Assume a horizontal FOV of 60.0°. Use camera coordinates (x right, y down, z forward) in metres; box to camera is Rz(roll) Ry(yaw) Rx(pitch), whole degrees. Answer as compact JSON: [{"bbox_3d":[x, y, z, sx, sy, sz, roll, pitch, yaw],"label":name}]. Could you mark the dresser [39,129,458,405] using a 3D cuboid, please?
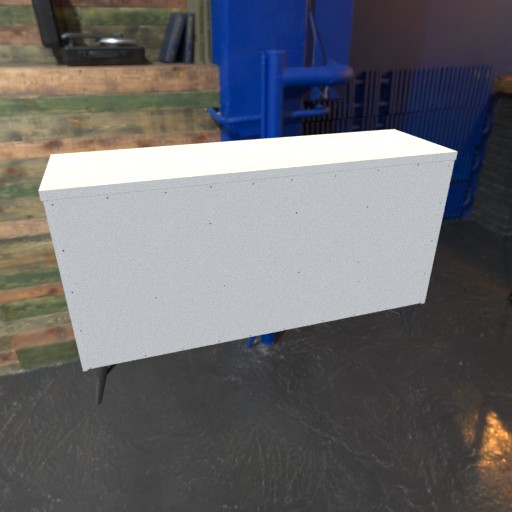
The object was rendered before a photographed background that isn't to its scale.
[{"bbox_3d":[0.000,0.000,1.947,1.524,0.914,0.457,-8,29,-16],"label":"dresser"}]
